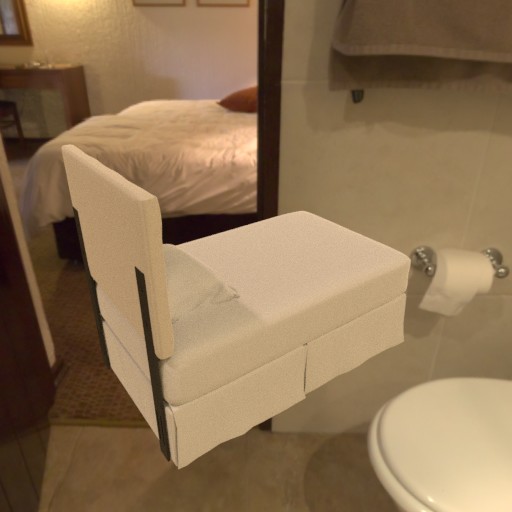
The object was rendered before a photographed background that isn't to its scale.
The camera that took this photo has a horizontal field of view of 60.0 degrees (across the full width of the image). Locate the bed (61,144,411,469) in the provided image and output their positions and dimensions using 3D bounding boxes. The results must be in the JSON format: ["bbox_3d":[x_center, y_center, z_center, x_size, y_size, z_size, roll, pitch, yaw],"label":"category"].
[{"bbox_3d":[0.000,0.000,3.018,1.997,1.571,1.261,-19,33,-32],"label":"bed"}]
